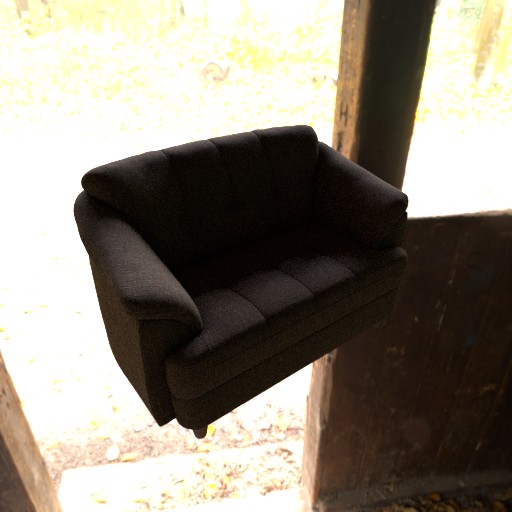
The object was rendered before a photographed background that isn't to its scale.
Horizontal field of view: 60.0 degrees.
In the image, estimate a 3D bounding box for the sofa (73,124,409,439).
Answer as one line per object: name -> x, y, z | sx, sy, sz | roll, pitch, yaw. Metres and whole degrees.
sofa -> 0.000, 0.000, 1.981 | 1.404, 0.895, 0.799 | -21, 37, -32
